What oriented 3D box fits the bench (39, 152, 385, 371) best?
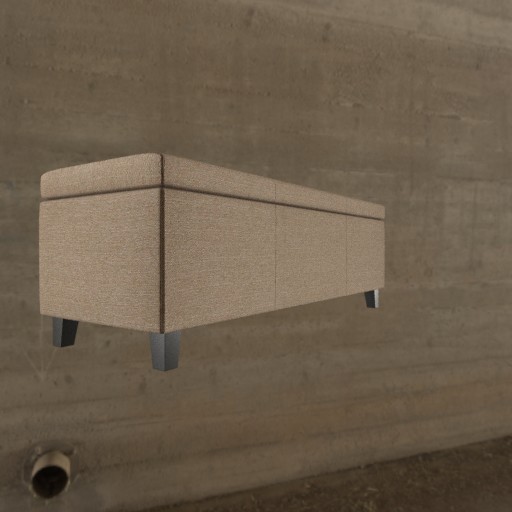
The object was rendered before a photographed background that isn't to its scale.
[{"bbox_3d":[0.000,0.000,1.473,0.446,0.438,1.269,1,1,35],"label":"bench"}]
